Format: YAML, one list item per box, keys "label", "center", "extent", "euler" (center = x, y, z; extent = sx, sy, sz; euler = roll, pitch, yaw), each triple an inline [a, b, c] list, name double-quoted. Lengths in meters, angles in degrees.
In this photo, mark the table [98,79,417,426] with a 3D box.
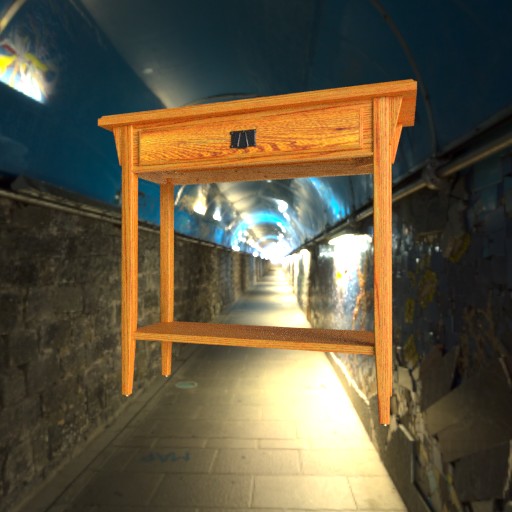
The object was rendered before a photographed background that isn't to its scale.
- label: "table"
  center: [0.000, 0.000, 1.125]
  extent: [0.762, 0.711, 0.254]
  euler: [0, 0, 18]
